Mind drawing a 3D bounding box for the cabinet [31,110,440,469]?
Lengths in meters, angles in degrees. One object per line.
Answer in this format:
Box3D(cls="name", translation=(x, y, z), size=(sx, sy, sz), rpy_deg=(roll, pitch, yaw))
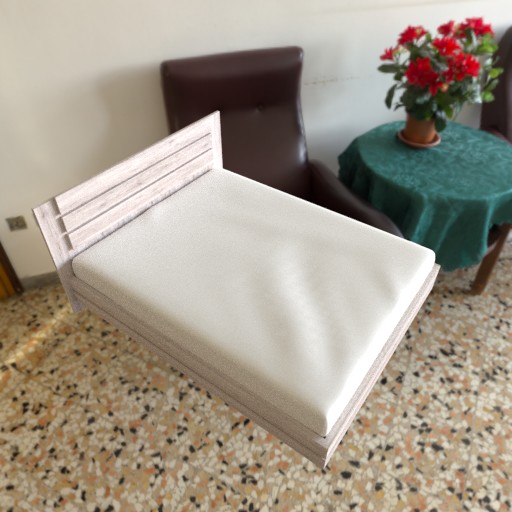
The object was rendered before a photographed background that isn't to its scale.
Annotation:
Box3D(cls="cabinet", translation=(0.000, 0.000, 3.051), size=(2.080, 0.970, 1.750), rpy_deg=(26, 47, 26))
